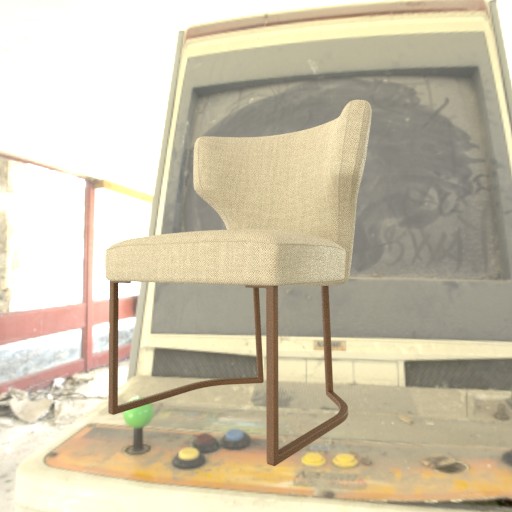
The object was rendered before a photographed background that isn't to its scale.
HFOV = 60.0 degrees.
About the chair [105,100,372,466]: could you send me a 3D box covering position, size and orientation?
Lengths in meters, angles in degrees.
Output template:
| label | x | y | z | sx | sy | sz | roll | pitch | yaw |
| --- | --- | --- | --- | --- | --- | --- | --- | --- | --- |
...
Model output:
| label | x | y | z | sx | sy | sz | roll | pitch | yaw |
| --- | --- | --- | --- | --- | --- | --- | --- | --- | --- |
| chair | 0.000 | 0.000 | 1.240 | 0.611 | 0.824 | 0.617 | -1 | -2 | 36 |
